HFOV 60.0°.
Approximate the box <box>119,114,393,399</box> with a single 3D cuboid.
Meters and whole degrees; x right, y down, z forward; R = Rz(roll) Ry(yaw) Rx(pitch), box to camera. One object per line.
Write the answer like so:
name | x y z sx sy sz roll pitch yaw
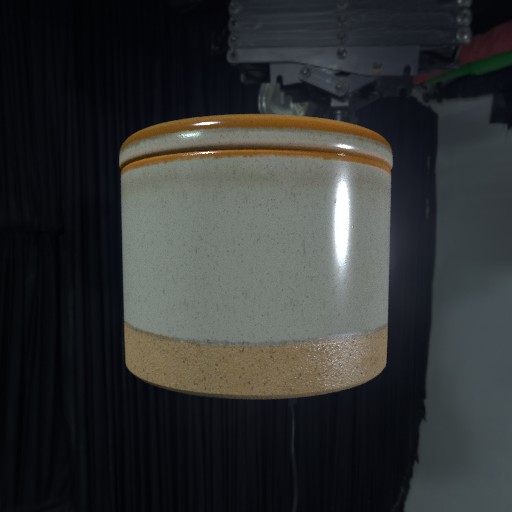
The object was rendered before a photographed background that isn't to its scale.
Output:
box | 0.000 0.000 0.210 0.123 0.100 0.123 0 1 0
